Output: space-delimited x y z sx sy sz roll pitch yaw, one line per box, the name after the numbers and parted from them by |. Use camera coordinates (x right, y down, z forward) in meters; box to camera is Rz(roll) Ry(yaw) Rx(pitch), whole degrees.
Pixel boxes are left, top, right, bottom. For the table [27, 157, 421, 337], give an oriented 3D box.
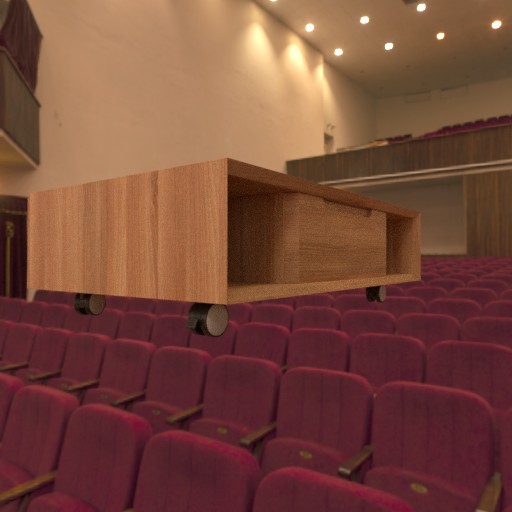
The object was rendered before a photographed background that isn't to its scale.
0.000 0.000 1.413 0.700 0.330 1.100 0 -1 37 | table
